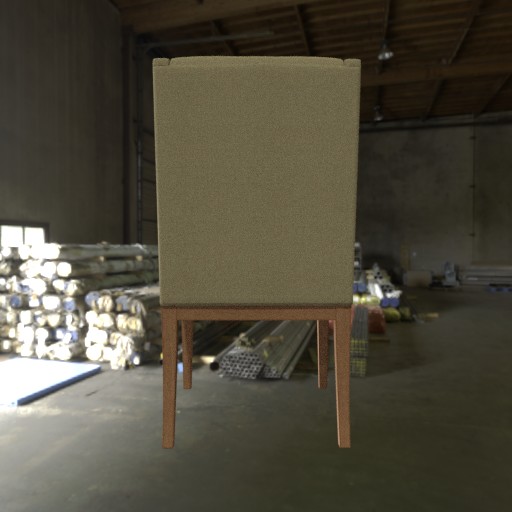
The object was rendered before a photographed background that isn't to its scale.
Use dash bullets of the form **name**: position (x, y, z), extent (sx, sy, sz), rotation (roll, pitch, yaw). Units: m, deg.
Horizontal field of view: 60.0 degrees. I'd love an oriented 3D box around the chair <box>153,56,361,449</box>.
- **chair**: position (0.000, 0.000, 1.413), extent (0.575, 1.021, 0.611), rotation (0, 1, -1)
